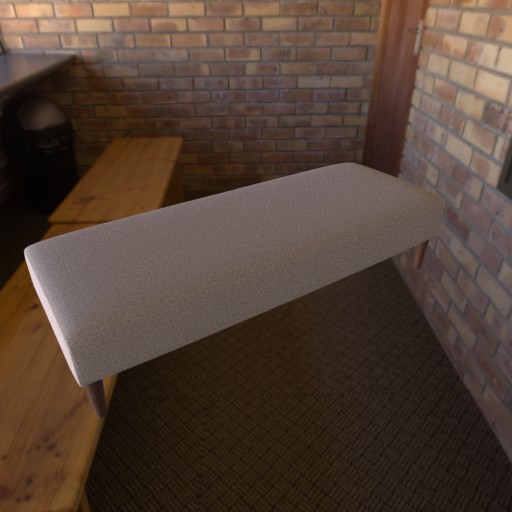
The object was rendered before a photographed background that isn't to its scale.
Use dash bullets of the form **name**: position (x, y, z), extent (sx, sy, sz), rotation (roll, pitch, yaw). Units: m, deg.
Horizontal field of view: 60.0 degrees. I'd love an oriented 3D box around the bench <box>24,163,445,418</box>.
- **bench**: position (0.000, 0.000, 1.816), extent (1.598, 0.383, 0.631), rotation (-19, 36, -29)
